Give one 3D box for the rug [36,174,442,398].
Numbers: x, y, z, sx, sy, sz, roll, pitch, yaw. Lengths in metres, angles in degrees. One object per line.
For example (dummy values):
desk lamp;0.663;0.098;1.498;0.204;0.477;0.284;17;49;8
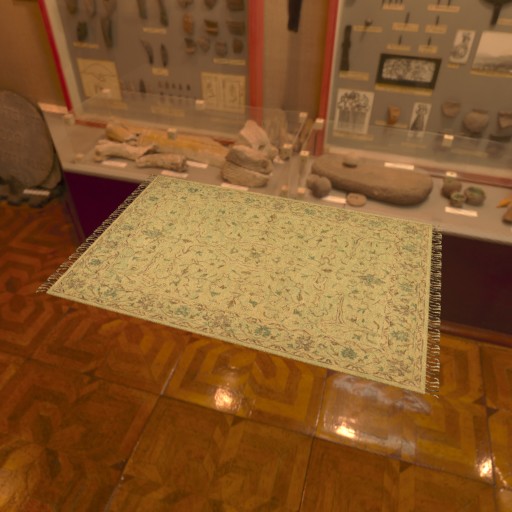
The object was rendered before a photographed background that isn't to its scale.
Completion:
rug;0.000;0.000;3.060;2.435;0.010;1.544;12;42;14
